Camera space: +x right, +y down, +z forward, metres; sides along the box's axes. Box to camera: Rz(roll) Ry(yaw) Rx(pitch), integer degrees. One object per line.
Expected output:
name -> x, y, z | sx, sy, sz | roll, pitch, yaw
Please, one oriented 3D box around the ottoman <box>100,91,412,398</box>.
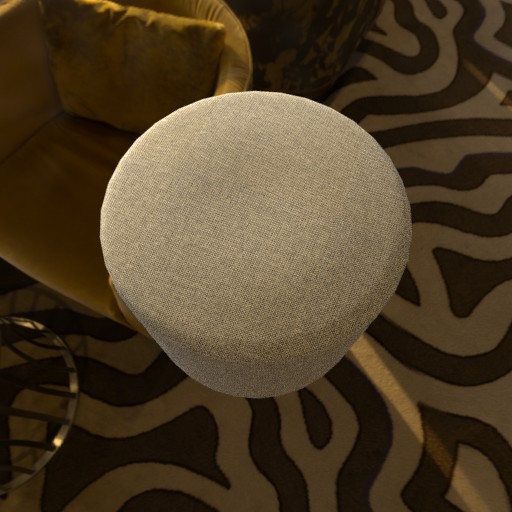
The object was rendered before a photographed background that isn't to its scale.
ottoman -> 0.000, 0.000, 0.879 | 0.500, 0.419, 0.500 | 0, 65, 0
